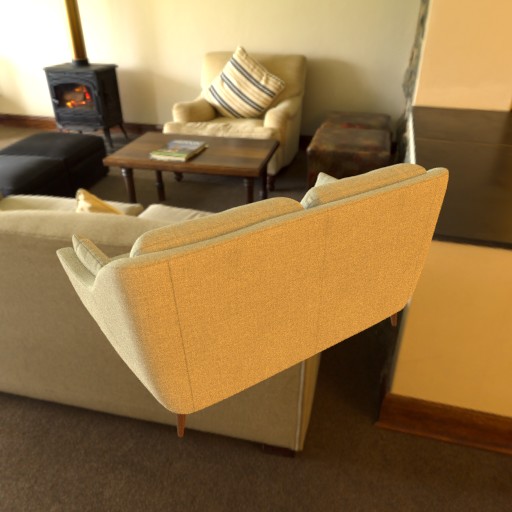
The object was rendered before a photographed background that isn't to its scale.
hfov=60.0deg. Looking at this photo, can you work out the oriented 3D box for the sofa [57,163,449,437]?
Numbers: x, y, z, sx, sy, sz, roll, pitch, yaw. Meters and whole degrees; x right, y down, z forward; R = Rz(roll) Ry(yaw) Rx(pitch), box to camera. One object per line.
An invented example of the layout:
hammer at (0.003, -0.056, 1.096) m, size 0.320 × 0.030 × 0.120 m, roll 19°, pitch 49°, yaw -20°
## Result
sofa at (0.000, 0.000, 2.175) m, size 1.652 × 0.888 × 0.965 m, roll -19°, pitch 35°, yaw -28°
